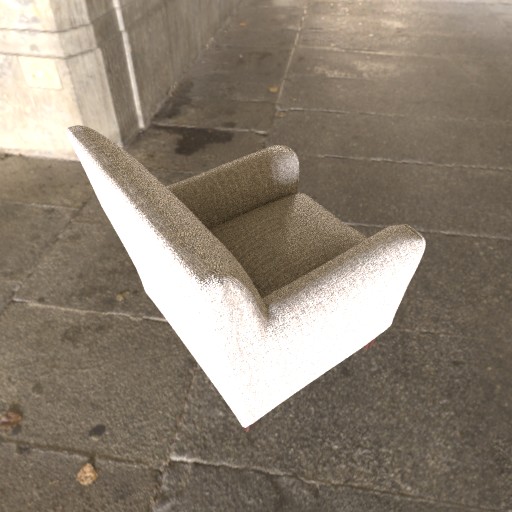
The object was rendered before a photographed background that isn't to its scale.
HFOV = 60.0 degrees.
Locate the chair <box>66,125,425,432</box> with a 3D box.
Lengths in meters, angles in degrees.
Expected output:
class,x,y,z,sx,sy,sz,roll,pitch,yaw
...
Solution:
class,x,y,z,sx,sy,sz,roll,pitch,yaw
chair,0.000,0.000,1.629,0.873,0.928,0.864,-26,48,-25
